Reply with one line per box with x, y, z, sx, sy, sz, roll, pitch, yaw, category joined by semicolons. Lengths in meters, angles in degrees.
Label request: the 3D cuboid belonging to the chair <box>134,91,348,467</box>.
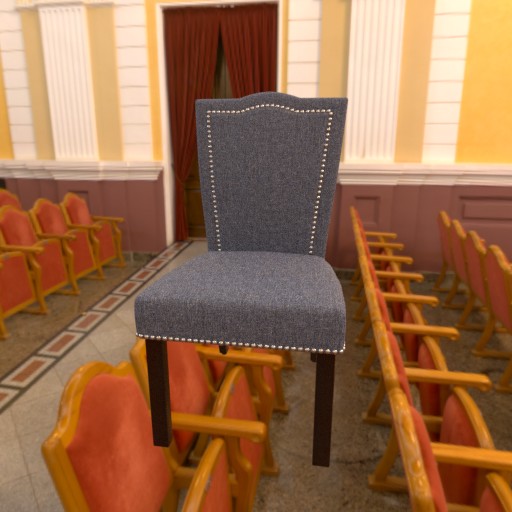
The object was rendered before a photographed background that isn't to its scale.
0.000;0.000;1.294;0.518;0.946;0.589;3;16;10;chair
